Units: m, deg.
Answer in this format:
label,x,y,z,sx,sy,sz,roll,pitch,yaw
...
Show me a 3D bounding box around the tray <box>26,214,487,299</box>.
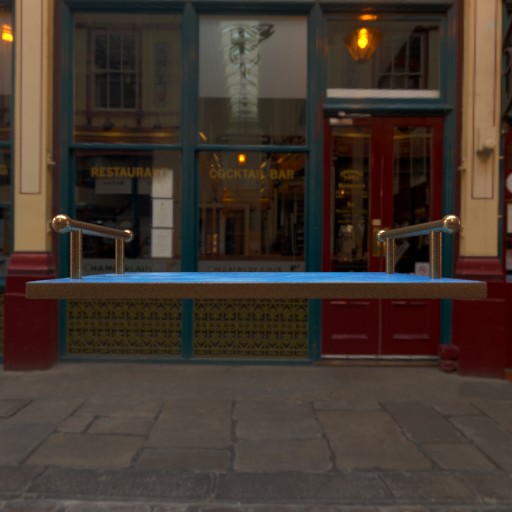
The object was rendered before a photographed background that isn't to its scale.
label,x,y,z,sx,sy,sz,roll,pitch,yaw
tray,0.000,0.000,0.577,0.444,0.084,0.304,0,0,-1
